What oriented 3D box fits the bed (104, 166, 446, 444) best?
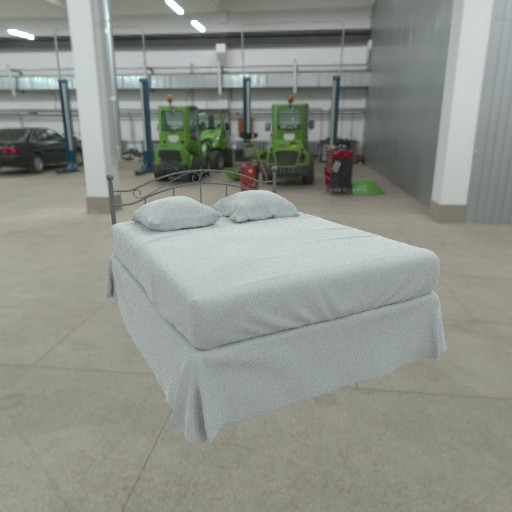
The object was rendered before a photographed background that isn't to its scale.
[{"bbox_3d":[0.000,0.000,3.278,1.936,1.080,2.215,-9,19,-27],"label":"bed"}]
